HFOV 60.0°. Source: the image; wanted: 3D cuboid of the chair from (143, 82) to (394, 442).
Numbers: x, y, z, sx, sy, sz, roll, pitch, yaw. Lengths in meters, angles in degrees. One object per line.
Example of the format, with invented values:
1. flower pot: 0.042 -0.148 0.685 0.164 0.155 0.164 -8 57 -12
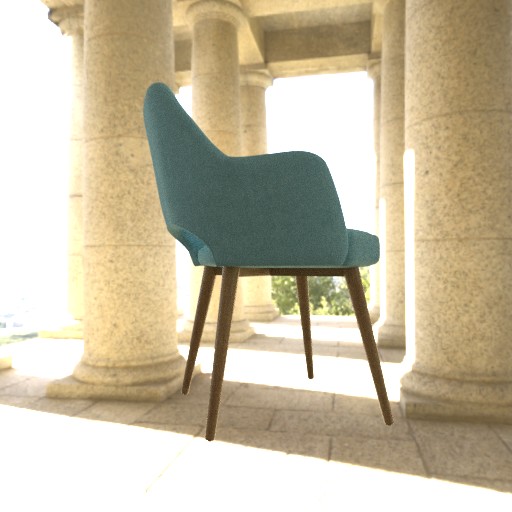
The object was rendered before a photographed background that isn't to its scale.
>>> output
1. chair: 0.000 0.000 1.235 0.610 0.840 0.590 0 -1 -18
